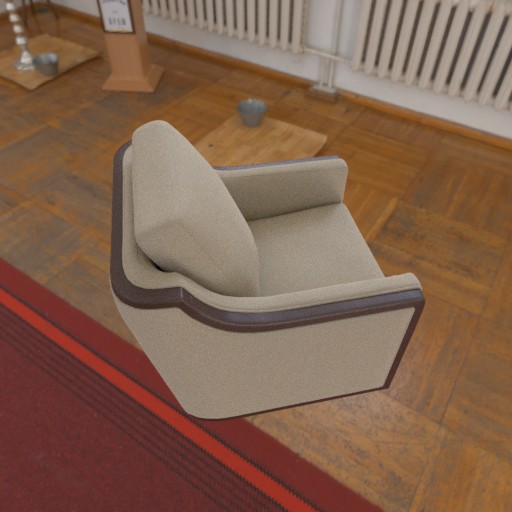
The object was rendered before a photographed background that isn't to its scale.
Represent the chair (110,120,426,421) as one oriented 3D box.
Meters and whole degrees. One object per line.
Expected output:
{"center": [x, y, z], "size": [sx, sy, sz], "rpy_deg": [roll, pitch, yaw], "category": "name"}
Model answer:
{"center": [0.000, 0.000, 1.696], "size": [0.950, 0.930, 0.870], "rpy_deg": [-8, 46, -8], "category": "chair"}
